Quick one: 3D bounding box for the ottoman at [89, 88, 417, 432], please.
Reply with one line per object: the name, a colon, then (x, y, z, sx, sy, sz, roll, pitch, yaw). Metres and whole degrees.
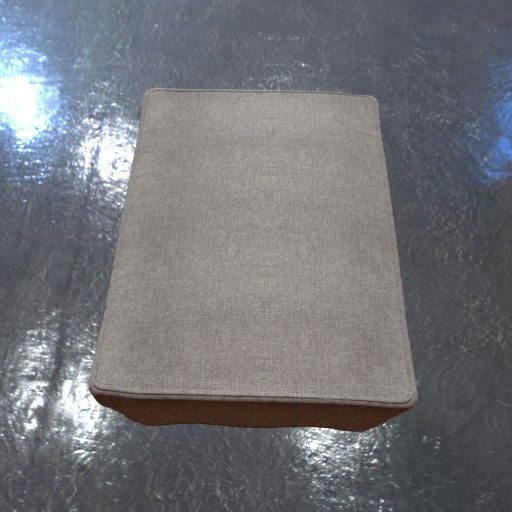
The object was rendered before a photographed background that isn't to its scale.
ottoman: (0.000, 0.000, 1.194, 0.652, 0.492, 0.833, 1, 63, 1)
